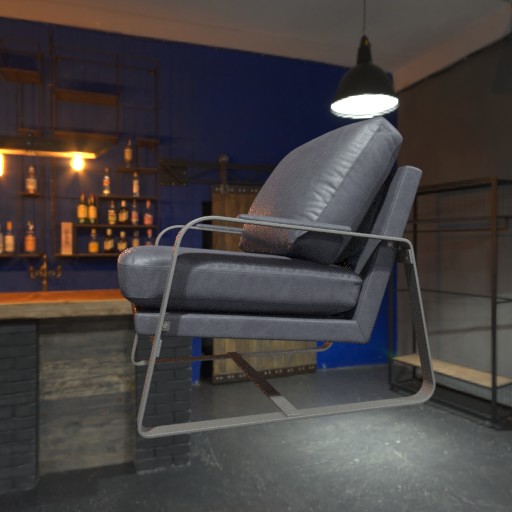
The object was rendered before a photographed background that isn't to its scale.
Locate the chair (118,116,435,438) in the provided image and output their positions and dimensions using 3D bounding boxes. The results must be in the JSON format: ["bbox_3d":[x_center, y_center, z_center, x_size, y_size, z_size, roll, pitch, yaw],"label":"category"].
[{"bbox_3d":[0.000,0.000,1.475,0.878,0.839,0.692,-1,2,-17],"label":"chair"}]
